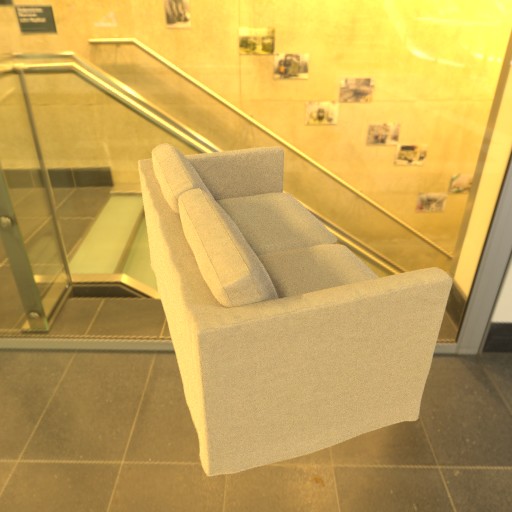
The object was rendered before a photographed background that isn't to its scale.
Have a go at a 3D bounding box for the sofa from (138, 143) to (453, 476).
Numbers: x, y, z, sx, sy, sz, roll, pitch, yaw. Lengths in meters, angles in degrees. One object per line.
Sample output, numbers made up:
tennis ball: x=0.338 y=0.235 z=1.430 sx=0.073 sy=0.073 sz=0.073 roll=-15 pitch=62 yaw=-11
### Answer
sofa: x=0.000 y=0.000 z=2.256 sx=0.962 sy=0.835 sz=1.719 roll=-10 pitch=32 yaw=-16
